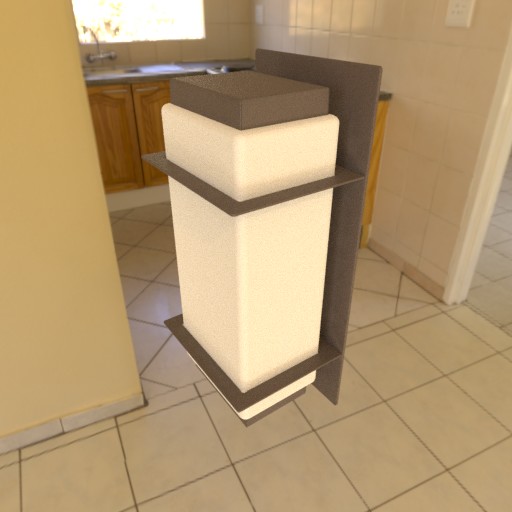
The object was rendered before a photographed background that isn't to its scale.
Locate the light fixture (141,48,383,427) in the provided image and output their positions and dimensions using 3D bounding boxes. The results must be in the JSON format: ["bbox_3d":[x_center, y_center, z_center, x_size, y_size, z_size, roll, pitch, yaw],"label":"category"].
[{"bbox_3d":[0.000,0.000,0.427,0.146,0.347,0.153,-20,36,-30],"label":"light fixture"}]
